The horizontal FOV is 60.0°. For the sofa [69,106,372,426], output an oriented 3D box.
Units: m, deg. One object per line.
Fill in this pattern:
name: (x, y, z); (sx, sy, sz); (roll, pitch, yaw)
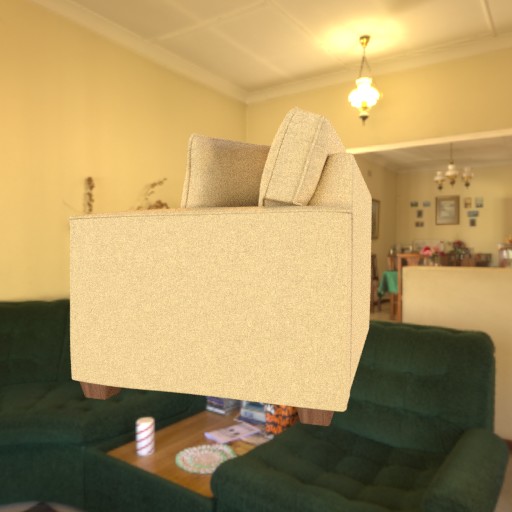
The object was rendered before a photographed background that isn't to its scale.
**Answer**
sofa: (0.000, 0.000, 2.062); (0.991, 0.989, 1.388); (0, 1, 17)
